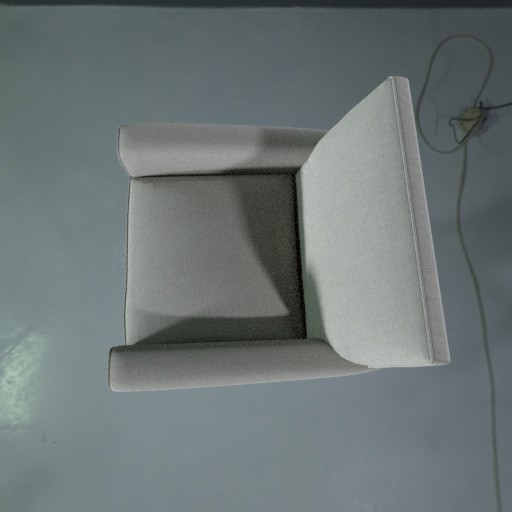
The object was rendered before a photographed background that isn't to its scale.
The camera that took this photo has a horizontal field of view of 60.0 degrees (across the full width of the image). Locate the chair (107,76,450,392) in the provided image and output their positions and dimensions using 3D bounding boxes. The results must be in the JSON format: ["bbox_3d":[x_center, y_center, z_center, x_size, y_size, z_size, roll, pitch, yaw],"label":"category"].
[{"bbox_3d":[0.000,0.000,1.506,0.871,0.846,0.840,-2,75,-1],"label":"chair"}]
